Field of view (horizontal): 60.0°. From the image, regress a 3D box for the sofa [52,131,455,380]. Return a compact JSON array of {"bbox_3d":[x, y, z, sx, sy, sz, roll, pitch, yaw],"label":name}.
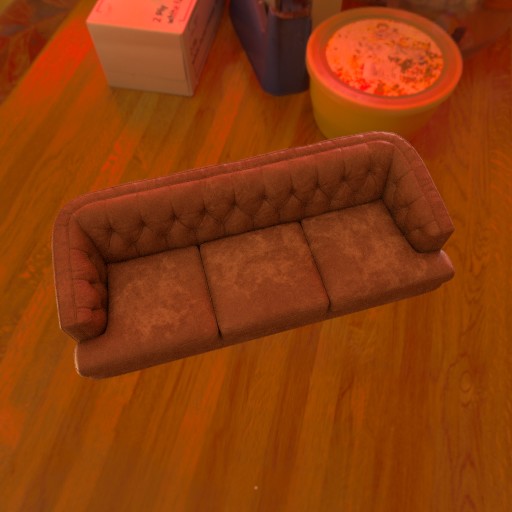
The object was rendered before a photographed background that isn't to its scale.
[{"bbox_3d":[0.000,0.000,2.735,2.257,0.791,0.922,-14,63,-7],"label":"sofa"}]
